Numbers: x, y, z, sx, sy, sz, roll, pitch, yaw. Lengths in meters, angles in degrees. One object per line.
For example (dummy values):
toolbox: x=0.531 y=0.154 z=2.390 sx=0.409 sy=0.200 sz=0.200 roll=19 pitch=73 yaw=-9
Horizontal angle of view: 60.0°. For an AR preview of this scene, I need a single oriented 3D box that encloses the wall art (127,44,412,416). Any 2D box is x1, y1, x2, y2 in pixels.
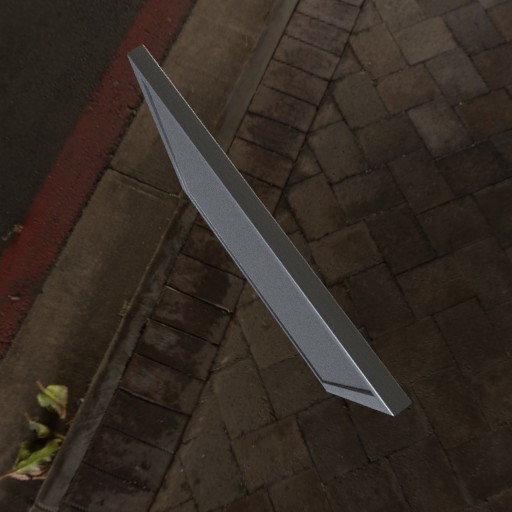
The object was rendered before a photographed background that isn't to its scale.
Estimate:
wall art: x=0.000 y=0.000 z=0.755 sx=0.028 sy=0.457 sz=0.556 roll=-34 pitch=79 yaw=-8
